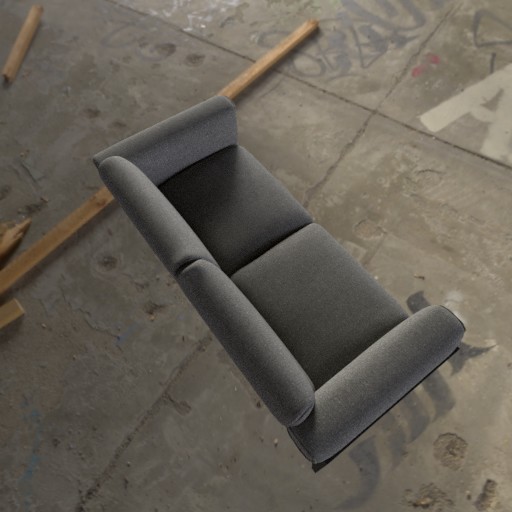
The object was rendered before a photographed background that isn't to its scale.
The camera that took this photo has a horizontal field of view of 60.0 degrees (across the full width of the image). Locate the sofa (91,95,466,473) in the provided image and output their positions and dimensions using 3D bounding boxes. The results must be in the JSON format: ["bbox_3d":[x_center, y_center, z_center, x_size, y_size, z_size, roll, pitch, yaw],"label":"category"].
[{"bbox_3d":[0.000,0.000,2.539,0.985,0.703,2.125,-33,65,-18],"label":"sofa"}]
